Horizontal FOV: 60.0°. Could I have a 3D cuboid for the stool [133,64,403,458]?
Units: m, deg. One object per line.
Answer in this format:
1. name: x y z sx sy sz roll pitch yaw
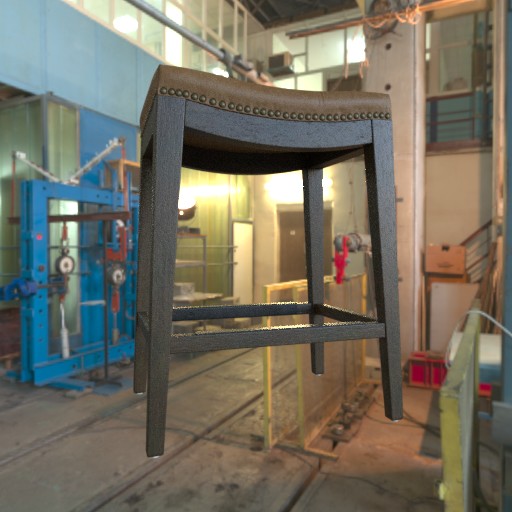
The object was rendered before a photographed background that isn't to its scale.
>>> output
1. stool: 0.000 0.000 0.969 0.500 0.660 0.361 0 1 -19
